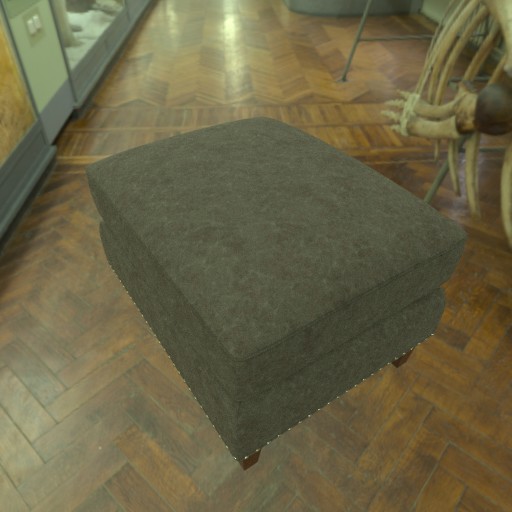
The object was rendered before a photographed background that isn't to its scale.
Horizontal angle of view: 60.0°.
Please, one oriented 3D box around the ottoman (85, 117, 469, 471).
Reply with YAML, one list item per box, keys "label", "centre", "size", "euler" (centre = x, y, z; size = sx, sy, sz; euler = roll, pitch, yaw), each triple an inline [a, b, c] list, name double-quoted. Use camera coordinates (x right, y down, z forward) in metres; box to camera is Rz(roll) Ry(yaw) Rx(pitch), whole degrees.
- label: "ottoman"
  centre: [0.000, 0.000, 1.121]
  size: [0.584, 0.513, 0.741]
  euler: [-23, 45, -25]
